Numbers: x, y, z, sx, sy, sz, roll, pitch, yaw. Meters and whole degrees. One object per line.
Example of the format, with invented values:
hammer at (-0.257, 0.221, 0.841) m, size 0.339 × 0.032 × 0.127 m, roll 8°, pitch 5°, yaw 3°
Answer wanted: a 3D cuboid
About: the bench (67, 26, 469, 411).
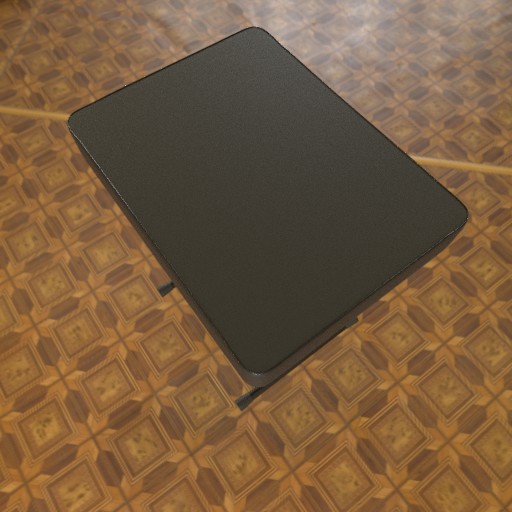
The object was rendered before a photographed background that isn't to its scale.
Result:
bench at (0.000, 0.000, 0.764) m, size 0.321 × 0.500 × 0.424 m, roll -33°, pitch 68°, yaw -16°
